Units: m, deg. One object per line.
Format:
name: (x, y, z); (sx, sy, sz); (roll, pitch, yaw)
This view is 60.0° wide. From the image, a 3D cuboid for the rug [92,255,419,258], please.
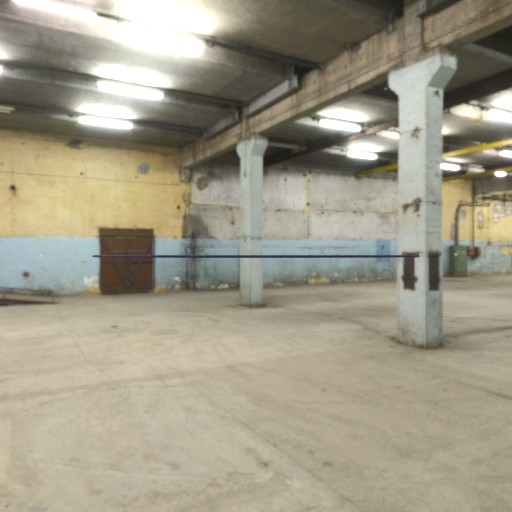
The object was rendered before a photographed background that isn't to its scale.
rug: (0.000, 0.000, 3.446); (2.386, 0.014, 2.386); (0, 0, 0)
